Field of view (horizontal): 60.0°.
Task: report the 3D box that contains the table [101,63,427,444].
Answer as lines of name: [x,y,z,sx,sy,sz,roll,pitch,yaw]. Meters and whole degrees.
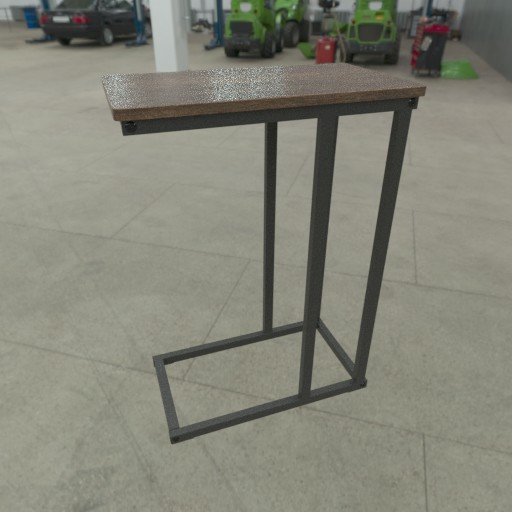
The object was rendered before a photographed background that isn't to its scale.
table: [0.000,0.000,0.853,0.450,0.637,0.254,-10,33,-17]
